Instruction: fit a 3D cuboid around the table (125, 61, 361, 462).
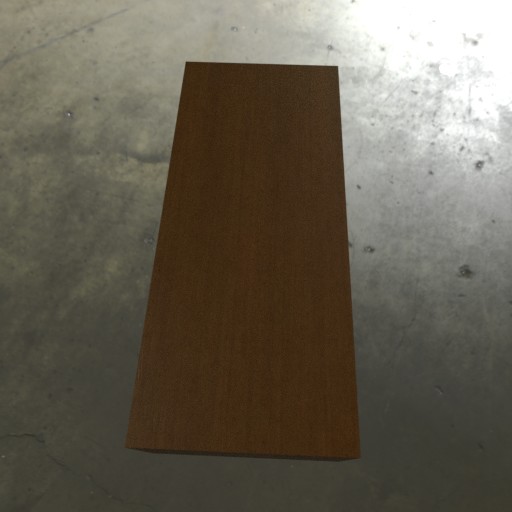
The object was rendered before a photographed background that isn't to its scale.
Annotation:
[{"bbox_3d":[0.000,0.000,1.353,0.490,0.464,1.119,2,64,1],"label":"table"}]
